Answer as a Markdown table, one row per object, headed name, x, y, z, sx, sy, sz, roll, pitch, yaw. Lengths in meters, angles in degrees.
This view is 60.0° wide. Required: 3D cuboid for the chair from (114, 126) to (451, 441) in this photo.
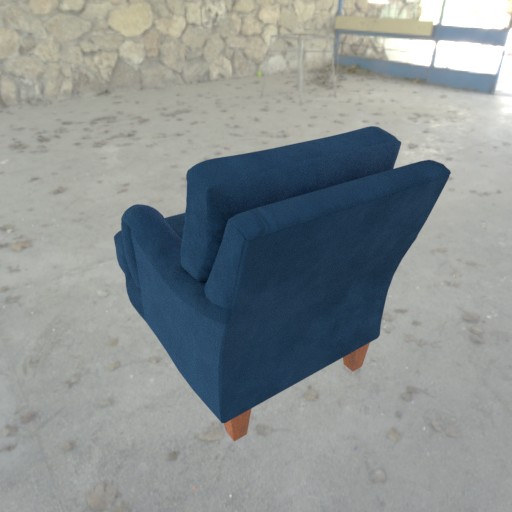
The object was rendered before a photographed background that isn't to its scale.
| name | x | y | z | sx | sy | sz | roll | pitch | yaw |
| --- | --- | --- | --- | --- | --- | --- | --- | --- | --- |
| chair | 0.000 | 0.000 | 1.852 | 0.895 | 1.076 | 1.078 | -19 | 35 | -30 |
